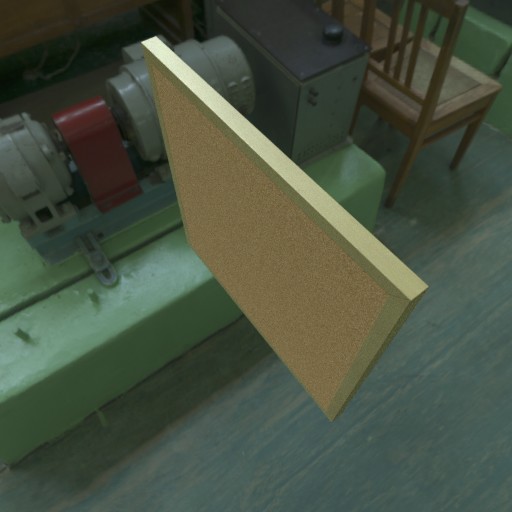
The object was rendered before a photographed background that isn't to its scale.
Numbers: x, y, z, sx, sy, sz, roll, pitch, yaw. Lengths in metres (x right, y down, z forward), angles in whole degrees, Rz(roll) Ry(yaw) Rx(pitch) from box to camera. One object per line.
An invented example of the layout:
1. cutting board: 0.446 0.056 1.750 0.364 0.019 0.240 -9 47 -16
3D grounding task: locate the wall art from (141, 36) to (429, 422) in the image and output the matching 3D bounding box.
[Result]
1. wall art: 0.000 0.000 1.102 0.037 0.763 0.763 -32 63 -19
